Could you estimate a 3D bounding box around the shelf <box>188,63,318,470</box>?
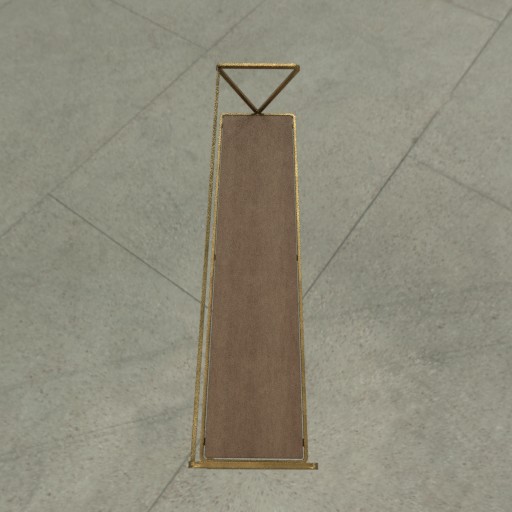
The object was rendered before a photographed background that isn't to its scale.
[{"bbox_3d":[0.000,0.000,0.743,0.150,0.229,0.645,1,64,0],"label":"shelf"}]
